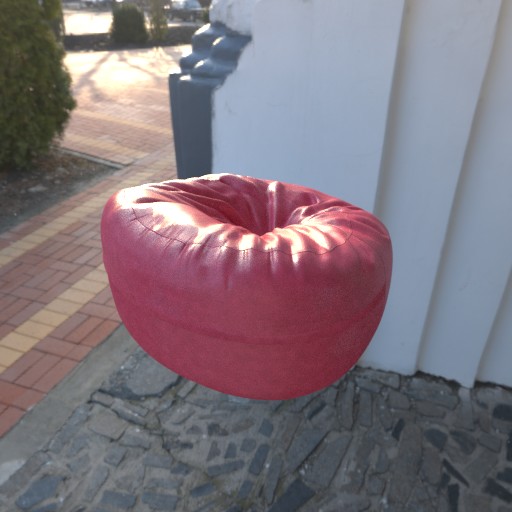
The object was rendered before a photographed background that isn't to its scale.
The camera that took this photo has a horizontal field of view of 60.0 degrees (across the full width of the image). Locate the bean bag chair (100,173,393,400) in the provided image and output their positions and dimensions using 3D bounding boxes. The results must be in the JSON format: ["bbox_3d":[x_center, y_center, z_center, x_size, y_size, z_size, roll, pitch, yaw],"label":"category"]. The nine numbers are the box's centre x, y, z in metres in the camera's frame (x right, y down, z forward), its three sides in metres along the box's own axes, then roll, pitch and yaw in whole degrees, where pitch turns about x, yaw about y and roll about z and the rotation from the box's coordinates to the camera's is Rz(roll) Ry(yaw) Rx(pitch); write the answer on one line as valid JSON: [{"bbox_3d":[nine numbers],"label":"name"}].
[{"bbox_3d":[0.000,0.000,2.480,1.524,0.878,1.524,22,37,33],"label":"bean bag chair"}]
